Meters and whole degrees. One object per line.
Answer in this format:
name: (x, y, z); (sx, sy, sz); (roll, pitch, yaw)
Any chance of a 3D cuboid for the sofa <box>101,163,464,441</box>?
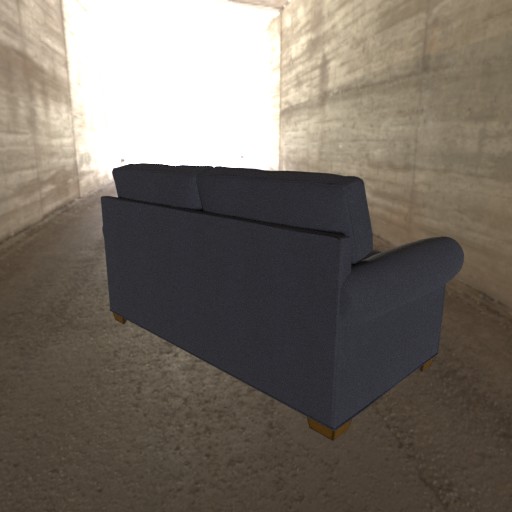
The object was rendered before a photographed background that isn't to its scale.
sofa: (0.000, 0.000, 2.526); (0.951, 1.031, 2.009); (-14, 20, -43)
